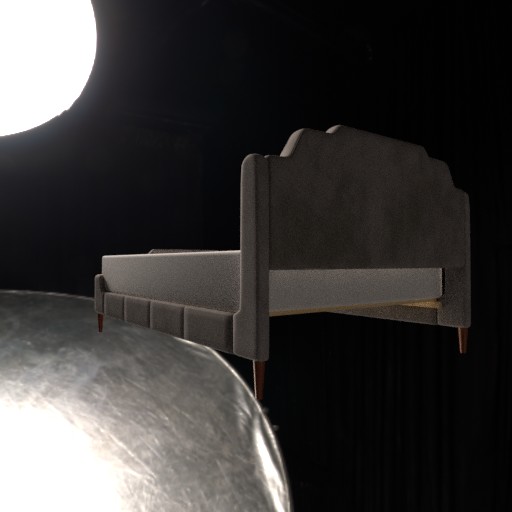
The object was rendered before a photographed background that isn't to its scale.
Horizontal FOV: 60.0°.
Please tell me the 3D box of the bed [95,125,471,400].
[{"bbox_3d":[0.000,0.000,3.265,1.676,1.245,2.340,1,-1,-36],"label":"bed"}]
